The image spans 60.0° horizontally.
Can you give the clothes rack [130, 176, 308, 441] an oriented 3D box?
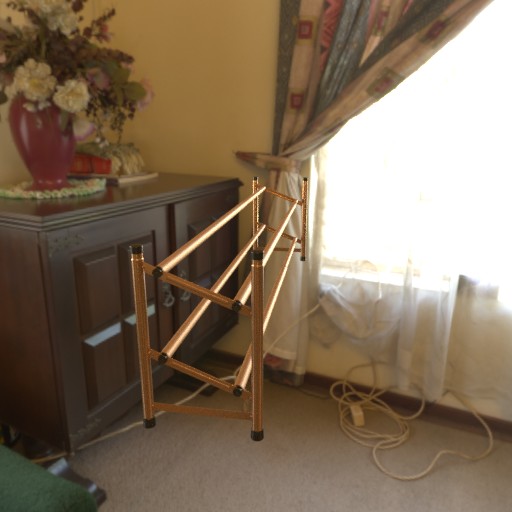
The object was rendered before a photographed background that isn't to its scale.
[{"bbox_3d":[0.000,0.000,1.310,0.229,0.349,1.168,3,16,10],"label":"clothes rack"}]
